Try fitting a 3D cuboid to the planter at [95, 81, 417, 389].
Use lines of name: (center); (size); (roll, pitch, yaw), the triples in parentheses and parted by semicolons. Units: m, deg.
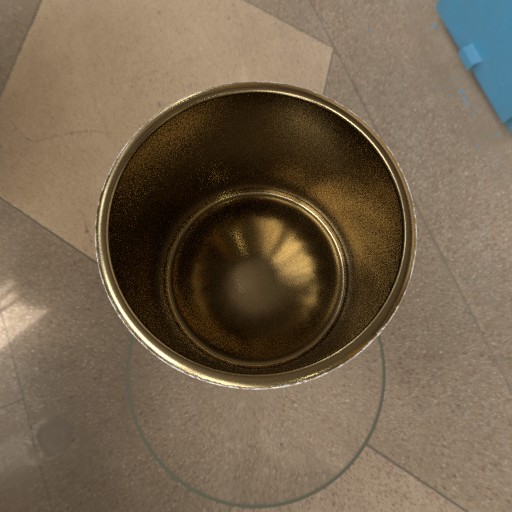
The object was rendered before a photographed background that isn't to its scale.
planter: (0.000, 0.000, 0.315); (0.178, 0.157, 0.178); (0, 76, 0)
